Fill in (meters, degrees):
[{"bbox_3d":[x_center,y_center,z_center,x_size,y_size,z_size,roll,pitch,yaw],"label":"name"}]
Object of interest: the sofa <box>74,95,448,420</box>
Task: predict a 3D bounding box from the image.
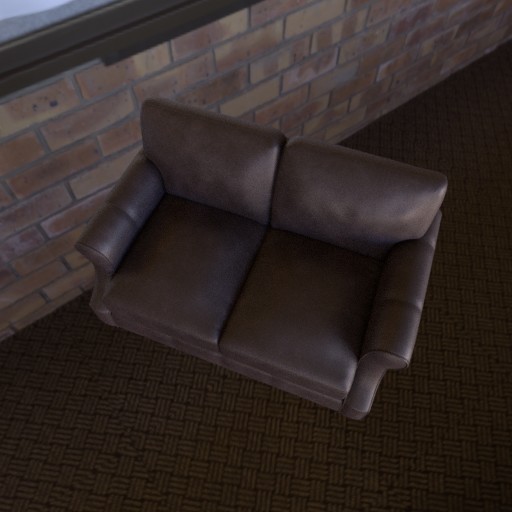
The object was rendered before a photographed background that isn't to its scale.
[{"bbox_3d":[0.000,0.000,2.296,1.663,0.979,1.030,18,61,11],"label":"sofa"}]
